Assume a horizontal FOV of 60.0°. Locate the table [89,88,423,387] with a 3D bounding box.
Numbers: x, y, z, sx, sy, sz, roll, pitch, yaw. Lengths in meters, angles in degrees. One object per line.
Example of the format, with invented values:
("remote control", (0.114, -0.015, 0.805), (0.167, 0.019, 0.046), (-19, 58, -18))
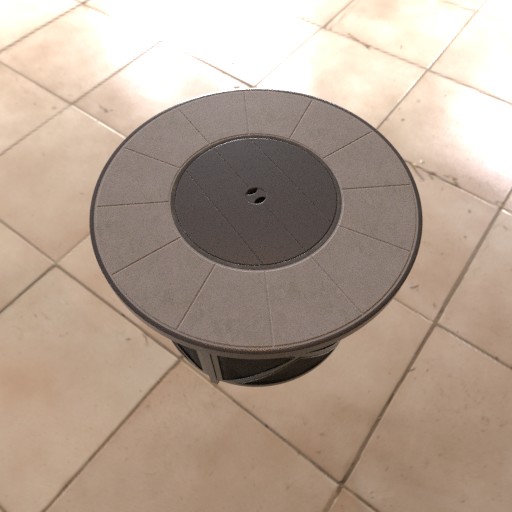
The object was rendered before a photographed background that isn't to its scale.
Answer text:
("table", (0.000, 0.000, 1.516), (0.914, 0.650, 0.914), (0, 59, 0))
